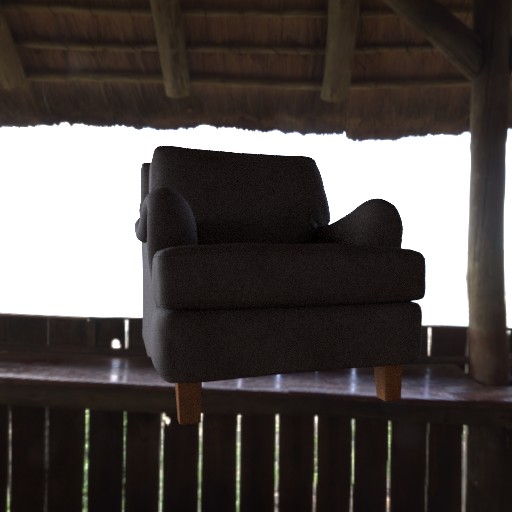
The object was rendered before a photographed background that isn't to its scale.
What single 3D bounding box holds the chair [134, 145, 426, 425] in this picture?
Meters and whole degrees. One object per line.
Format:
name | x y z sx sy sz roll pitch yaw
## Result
chair | 0.000 0.000 1.844 0.955 0.997 1.070 0 0 -18
